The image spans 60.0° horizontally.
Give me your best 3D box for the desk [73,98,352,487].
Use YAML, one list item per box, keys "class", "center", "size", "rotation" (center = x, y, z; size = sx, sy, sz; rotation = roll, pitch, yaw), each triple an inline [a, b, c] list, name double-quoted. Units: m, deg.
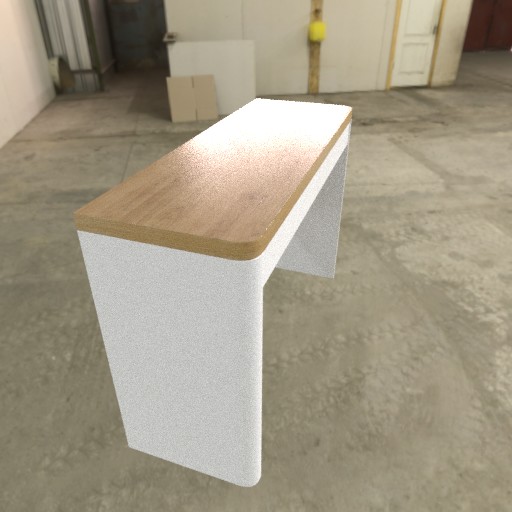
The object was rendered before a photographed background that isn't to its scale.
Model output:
- class: "desk"
  center: [0.000, 0.000, 1.476]
  size: [0.390, 0.760, 1.100]
  rotation: [11, 33, 17]
